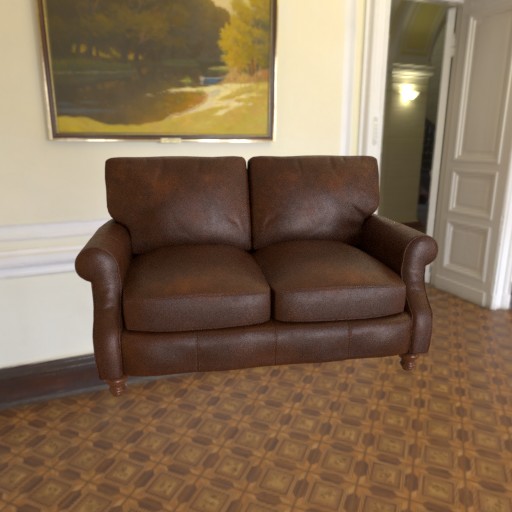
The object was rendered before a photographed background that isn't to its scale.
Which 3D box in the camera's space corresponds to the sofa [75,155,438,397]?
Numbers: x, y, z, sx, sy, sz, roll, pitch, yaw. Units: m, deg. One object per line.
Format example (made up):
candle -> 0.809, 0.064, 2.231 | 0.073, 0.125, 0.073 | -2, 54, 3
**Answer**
sofa -> 0.000, 0.000, 2.257 | 1.616, 0.976, 0.990 | -2, 15, -9
